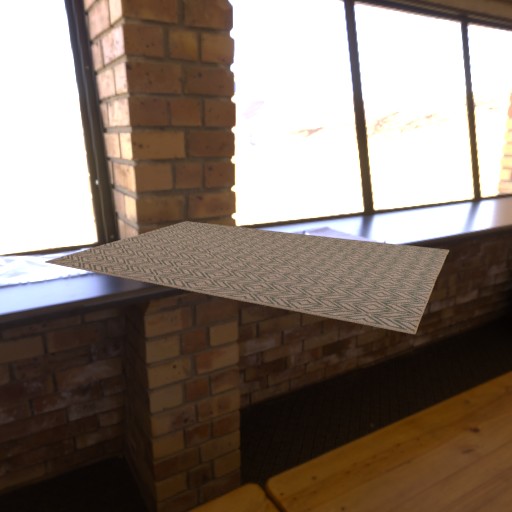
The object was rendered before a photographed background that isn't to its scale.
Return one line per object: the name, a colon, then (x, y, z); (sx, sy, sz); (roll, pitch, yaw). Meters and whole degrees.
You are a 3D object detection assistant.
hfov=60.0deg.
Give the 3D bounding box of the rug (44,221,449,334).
rug: (0.000, 0.000, 2.394); (1.828, 0.007, 1.220); (8, 17, 27)
